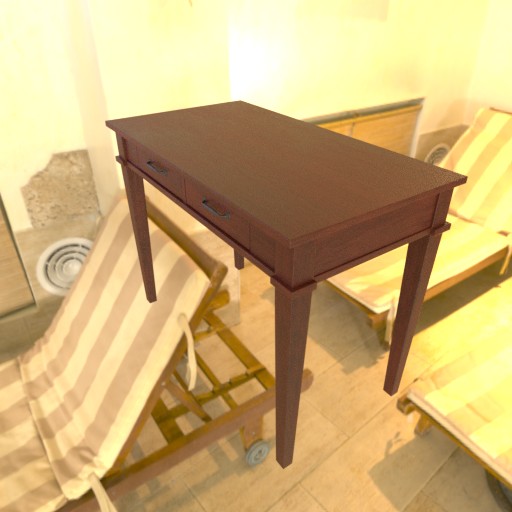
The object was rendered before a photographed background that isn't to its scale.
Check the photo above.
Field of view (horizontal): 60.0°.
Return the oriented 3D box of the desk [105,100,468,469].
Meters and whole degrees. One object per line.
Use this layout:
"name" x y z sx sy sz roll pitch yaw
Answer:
"desk" 0.000 0.000 1.482 0.549 0.762 1.001 -20 37 -29
